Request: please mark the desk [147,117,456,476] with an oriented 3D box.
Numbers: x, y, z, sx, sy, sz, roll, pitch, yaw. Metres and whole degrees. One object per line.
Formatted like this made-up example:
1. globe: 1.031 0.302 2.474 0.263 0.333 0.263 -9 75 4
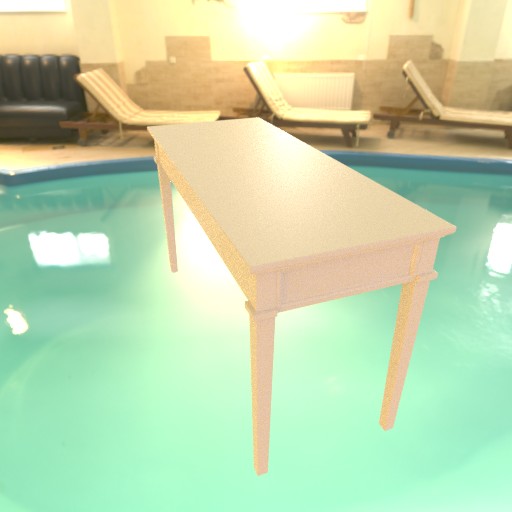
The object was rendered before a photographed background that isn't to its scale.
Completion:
1. desk: 0.000 0.000 1.778 0.559 0.774 1.372 -11 31 -18
